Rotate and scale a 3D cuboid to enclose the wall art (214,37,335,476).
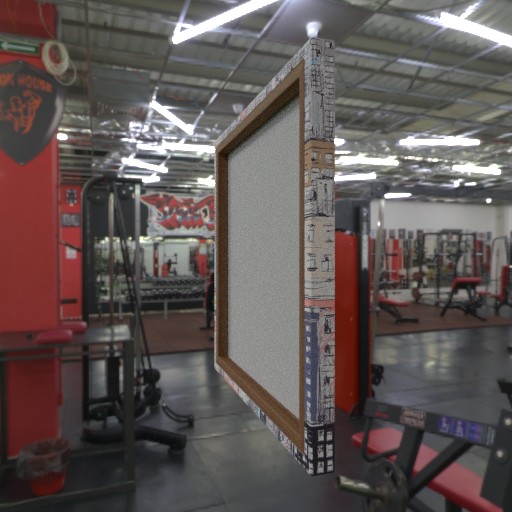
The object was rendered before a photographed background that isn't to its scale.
[{"bbox_3d":[0.000,0.000,1.132,0.048,0.762,0.761,0,0,-18],"label":"wall art"}]
